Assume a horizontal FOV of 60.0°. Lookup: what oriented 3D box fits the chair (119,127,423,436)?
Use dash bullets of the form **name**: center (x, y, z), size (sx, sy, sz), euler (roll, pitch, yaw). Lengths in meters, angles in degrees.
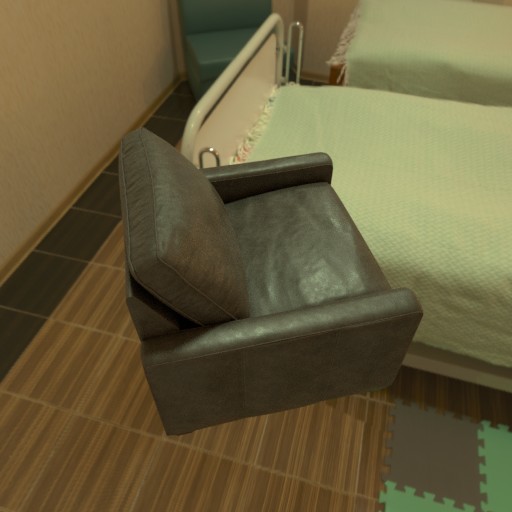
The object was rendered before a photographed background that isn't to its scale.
- **chair**: center (0.000, 0.000, 1.807), size (0.939, 0.916, 1.006), euler (-10, 47, -9)
